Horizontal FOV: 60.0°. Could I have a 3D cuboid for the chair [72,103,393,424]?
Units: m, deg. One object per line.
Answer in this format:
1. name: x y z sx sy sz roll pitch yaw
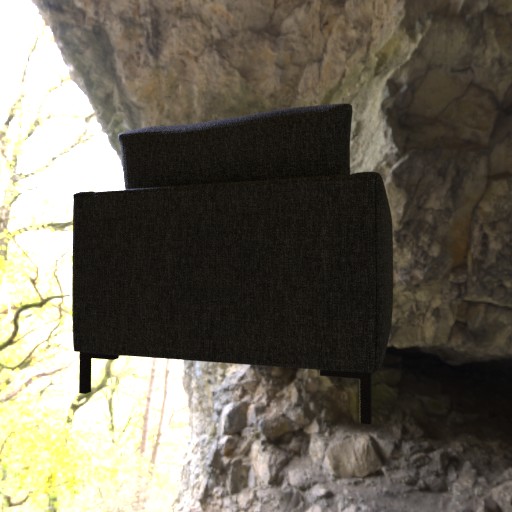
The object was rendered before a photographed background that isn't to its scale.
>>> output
1. chair: 0.000 0.000 1.636 0.963 0.861 0.866 -1 -2 19
